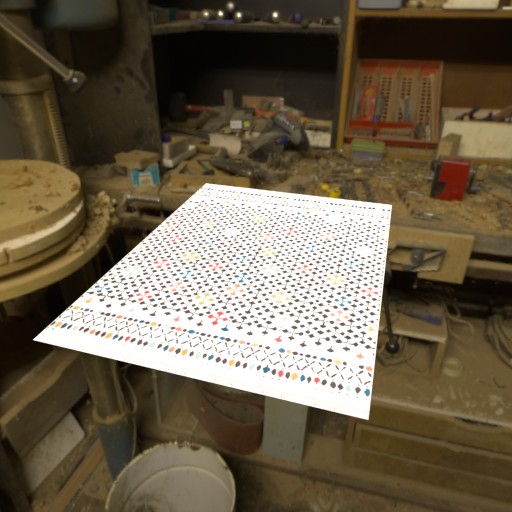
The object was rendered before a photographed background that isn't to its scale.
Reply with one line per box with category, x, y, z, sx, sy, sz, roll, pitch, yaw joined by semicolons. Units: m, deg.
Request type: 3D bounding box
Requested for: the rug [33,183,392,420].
rug;0.000;0.000;4.190;2.354;0.007;3.196;9;32;15
